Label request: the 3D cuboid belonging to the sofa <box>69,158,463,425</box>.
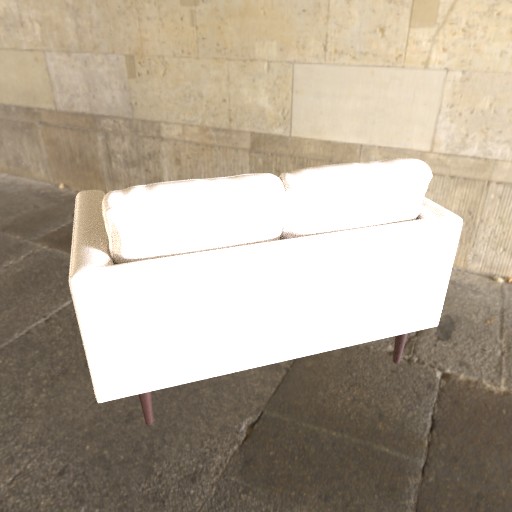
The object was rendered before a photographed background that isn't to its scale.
[{"bbox_3d":[0.000,0.000,1.938,1.430,0.908,0.796,-9,30,-16],"label":"sofa"}]
